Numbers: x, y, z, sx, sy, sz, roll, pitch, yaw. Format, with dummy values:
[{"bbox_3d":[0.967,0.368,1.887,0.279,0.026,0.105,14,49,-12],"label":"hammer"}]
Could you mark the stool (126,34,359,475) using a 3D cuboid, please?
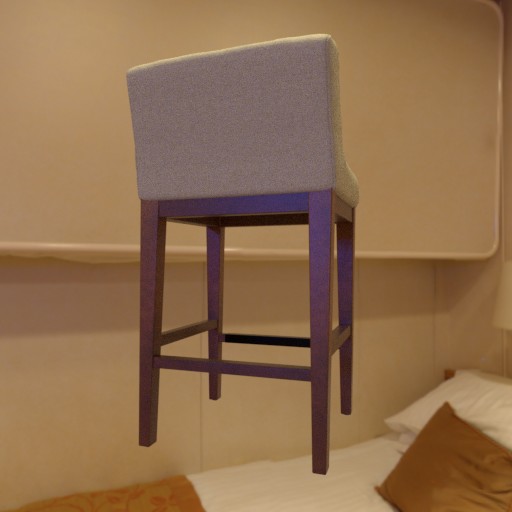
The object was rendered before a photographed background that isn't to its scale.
[{"bbox_3d":[0.000,0.000,1.202,0.511,0.937,0.500,0,-1,19],"label":"stool"}]
